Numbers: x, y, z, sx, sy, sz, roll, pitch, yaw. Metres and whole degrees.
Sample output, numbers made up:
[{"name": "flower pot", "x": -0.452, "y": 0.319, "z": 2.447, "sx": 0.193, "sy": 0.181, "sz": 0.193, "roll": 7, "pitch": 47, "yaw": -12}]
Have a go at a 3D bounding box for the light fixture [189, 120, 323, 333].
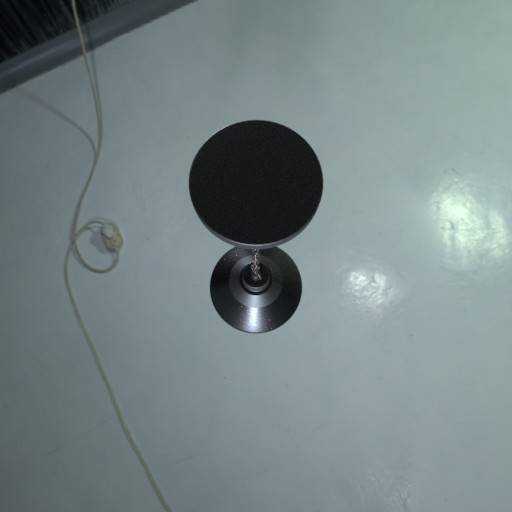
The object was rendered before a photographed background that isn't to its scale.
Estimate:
[{"name": "light fixture", "x": 0.000, "y": 0.000, "z": 0.680, "sx": 0.201, "sy": 0.588, "sz": 0.201, "roll": -35, "pitch": 79, "yaw": -8}]
